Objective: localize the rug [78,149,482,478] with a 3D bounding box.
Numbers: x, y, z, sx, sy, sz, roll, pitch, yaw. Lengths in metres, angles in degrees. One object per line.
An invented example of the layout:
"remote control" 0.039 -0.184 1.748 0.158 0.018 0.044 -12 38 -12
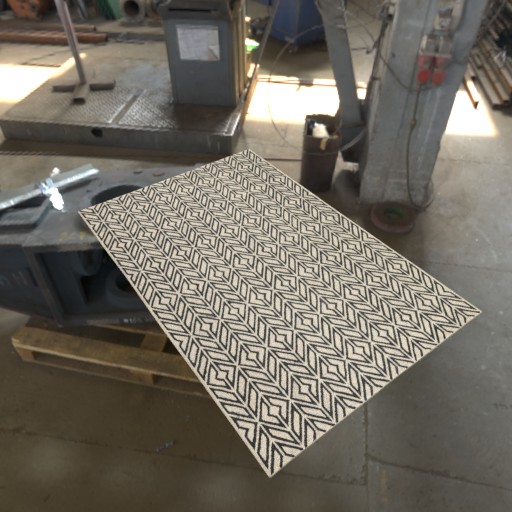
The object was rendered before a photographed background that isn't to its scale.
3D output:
"rug" 0.000 0.000 2.295 1.220 0.007 1.828 -26 49 -26
